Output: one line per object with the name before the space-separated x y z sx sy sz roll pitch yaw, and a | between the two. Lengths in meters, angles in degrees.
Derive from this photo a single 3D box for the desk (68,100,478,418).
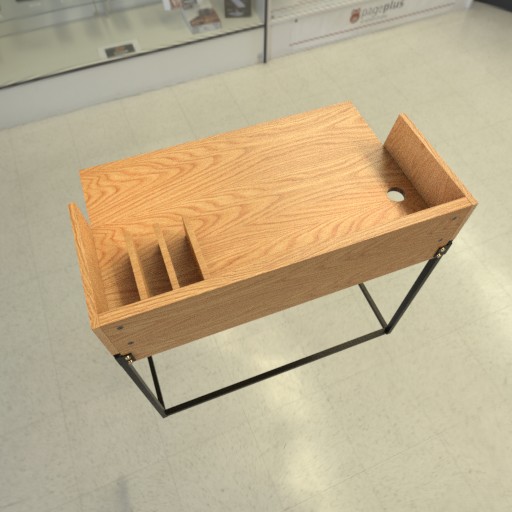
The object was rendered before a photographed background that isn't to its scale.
desk | 0.000 0.000 1.893 1.191 1.061 0.769 -18 59 -11
